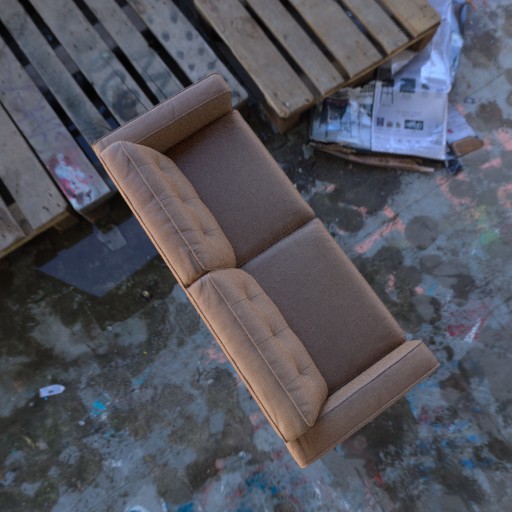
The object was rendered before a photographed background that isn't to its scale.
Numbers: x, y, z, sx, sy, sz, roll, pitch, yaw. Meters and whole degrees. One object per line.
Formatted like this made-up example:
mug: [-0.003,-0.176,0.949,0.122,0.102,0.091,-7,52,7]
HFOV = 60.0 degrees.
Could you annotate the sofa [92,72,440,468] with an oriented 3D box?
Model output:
sofa: [0.000,0.000,2.741,0.953,0.780,2.270,-34,78,-8]
